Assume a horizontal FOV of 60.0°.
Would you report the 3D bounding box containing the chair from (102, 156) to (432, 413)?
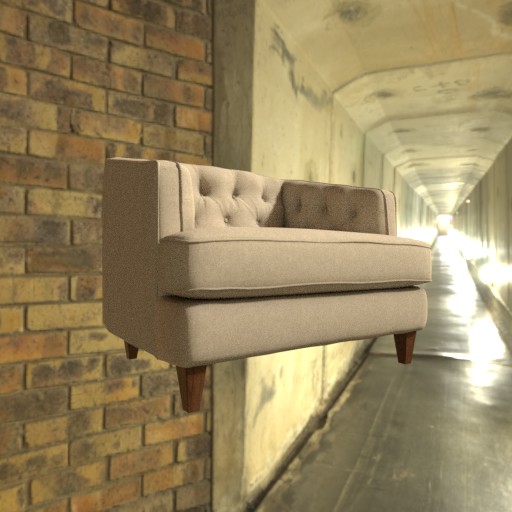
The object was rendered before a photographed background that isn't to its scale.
[{"bbox_3d":[0.000,0.000,1.781,1.104,0.852,0.941,0,0,-35],"label":"chair"}]
